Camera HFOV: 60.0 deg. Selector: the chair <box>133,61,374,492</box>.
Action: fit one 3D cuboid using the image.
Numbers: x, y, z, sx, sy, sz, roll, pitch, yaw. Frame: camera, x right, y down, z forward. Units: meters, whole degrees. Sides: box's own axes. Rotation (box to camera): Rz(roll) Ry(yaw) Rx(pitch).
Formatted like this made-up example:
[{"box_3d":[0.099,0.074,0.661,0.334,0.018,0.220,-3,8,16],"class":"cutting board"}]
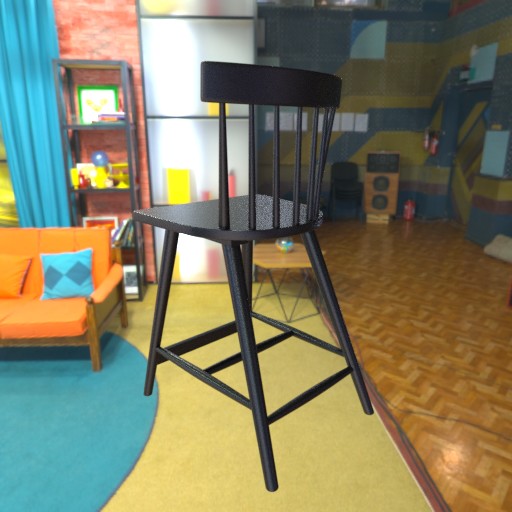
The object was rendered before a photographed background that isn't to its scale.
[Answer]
[{"box_3d":[0.000,0.000,1.244,0.483,0.952,0.572,-15,22,-42],"class":"chair"}]
